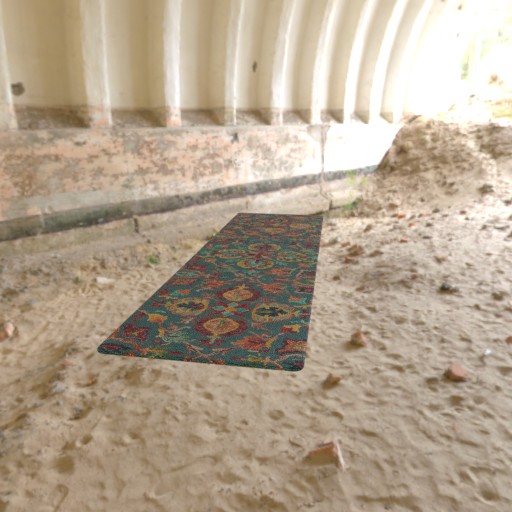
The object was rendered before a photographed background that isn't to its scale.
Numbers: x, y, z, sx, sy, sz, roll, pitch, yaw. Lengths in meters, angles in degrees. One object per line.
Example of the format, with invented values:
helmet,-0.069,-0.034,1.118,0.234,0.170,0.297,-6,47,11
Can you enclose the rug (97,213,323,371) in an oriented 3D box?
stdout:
rug,0.000,0.000,2.472,0.686,0.013,2.286,3,17,9
